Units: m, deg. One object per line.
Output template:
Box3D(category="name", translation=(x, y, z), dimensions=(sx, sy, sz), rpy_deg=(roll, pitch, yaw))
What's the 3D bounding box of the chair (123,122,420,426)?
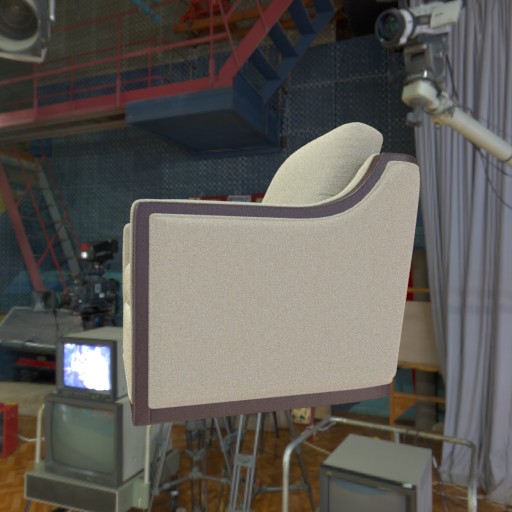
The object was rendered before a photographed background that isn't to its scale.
Box3D(category="chair", translation=(0.000, 0.000, 1.680), dimensions=(0.950, 0.930, 0.870), rpy_deg=(0, -1, -18))
